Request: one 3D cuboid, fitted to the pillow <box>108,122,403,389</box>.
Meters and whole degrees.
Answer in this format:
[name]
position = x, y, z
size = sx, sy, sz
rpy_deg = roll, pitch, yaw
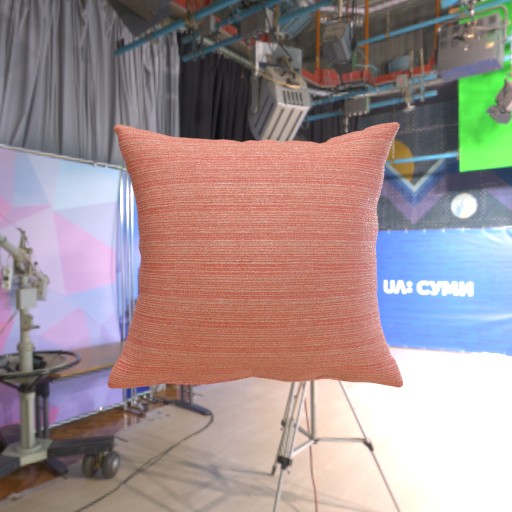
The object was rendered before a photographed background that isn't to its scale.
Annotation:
[pillow]
position = 0.000, 0.000, 0.835
size = 0.559, 0.501, 0.229
rpy_deg = 0, 1, -1
